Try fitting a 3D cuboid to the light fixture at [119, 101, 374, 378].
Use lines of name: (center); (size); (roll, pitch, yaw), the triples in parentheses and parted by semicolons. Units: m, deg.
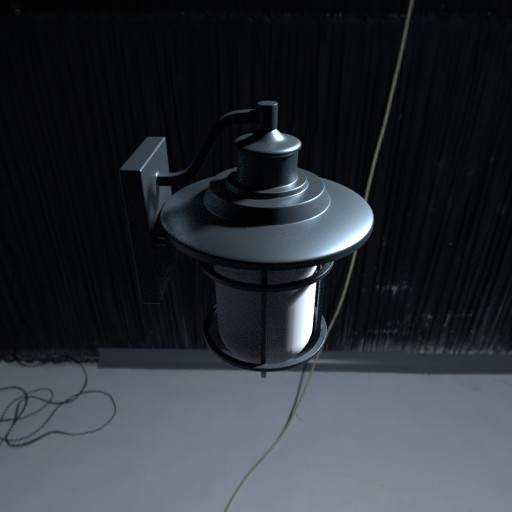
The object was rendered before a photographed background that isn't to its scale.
light fixture: (0.000, 0.000, 0.516); (0.252, 0.345, 0.222); (1, 32, 2)
